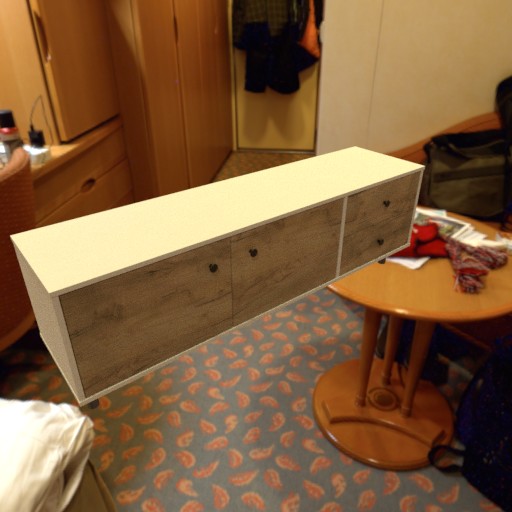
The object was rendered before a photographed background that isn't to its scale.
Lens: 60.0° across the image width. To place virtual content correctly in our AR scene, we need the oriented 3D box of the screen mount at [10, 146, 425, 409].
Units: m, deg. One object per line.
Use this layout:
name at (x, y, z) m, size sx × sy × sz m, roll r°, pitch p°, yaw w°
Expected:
screen mount at (0.000, 0.000, 1.781) m, size 1.600 × 0.520 × 0.418 m, roll -21°, pitch 36°, yaw -33°
